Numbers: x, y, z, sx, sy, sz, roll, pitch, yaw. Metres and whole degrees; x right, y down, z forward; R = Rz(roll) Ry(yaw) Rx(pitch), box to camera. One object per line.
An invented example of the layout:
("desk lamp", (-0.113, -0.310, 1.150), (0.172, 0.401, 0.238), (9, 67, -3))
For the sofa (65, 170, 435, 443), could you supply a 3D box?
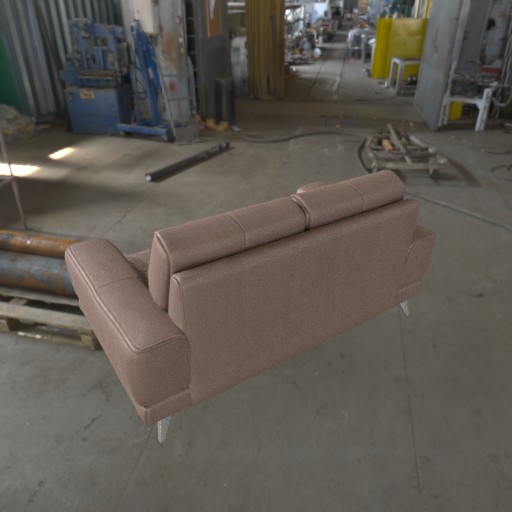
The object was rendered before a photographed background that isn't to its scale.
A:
("sofa", (0.000, 0.000, 2.436), (1.806, 0.907, 1.018), (-18, 35, -29))
